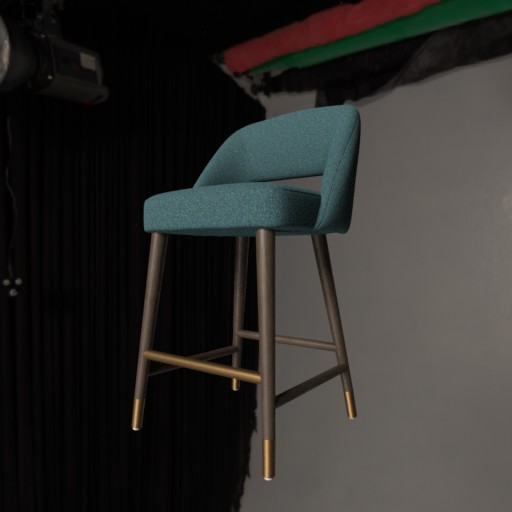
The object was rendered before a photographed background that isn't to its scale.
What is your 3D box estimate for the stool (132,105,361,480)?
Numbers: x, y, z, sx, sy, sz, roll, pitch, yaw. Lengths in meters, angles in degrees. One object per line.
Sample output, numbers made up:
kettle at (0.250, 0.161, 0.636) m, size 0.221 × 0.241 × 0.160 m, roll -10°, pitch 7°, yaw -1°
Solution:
stool at (0.000, 0.000, 1.264) m, size 0.536 × 0.939 × 0.522 m, roll 1°, pitch 1°, yaw 37°
